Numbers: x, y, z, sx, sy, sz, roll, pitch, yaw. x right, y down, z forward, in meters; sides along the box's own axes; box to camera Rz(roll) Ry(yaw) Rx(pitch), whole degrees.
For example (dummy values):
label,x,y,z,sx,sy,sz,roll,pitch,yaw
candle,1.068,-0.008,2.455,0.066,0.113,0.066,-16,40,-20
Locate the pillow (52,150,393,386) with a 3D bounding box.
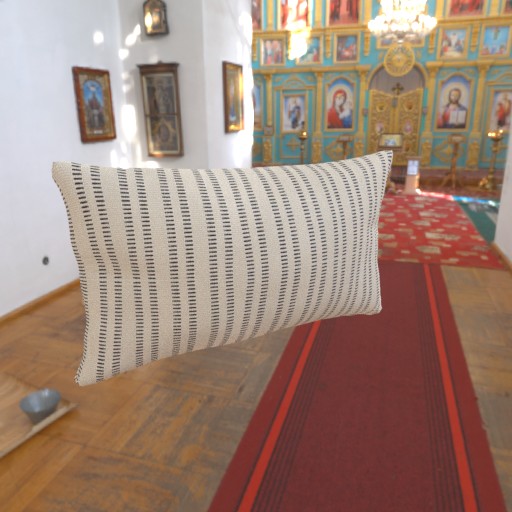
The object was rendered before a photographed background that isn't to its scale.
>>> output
label,x,y,z,sx,sy,sz,roll,pitch,yaw
pillow,0.000,0.000,0.792,0.640,0.353,0.210,-8,18,-27
